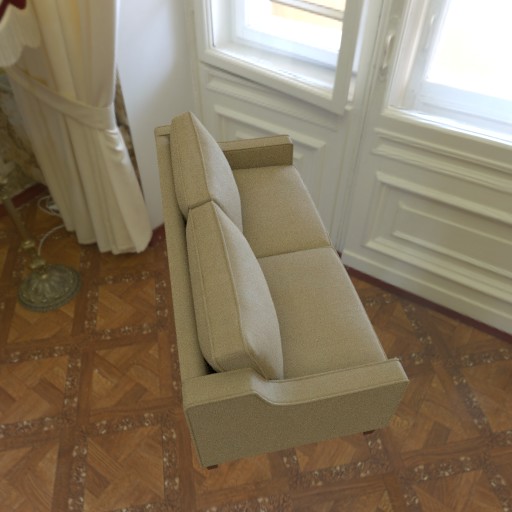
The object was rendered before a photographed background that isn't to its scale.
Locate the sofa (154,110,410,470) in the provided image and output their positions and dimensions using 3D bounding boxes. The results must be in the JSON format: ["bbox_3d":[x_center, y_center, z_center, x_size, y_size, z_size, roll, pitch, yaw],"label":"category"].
[{"bbox_3d":[0.000,0.000,2.838,1.066,1.071,2.178,-9,47,-8],"label":"sofa"}]
